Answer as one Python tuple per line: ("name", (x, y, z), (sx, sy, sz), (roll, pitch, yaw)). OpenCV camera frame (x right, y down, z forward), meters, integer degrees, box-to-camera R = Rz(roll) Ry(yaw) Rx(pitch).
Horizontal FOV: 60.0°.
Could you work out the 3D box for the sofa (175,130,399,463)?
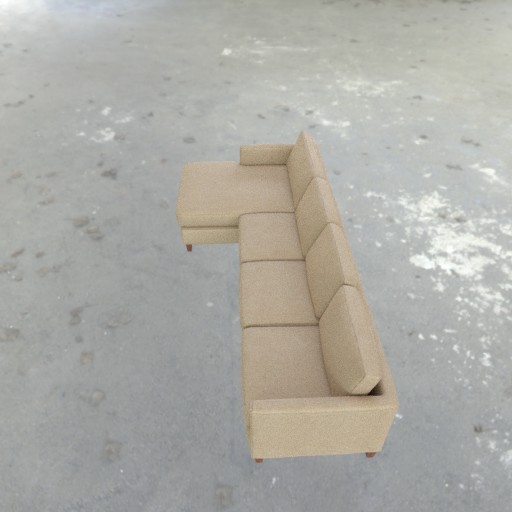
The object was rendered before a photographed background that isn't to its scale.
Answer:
("sofa", (0.000, 0.000, 3.784), (1.502, 0.876, 3.201), (-2, 41, -2))
